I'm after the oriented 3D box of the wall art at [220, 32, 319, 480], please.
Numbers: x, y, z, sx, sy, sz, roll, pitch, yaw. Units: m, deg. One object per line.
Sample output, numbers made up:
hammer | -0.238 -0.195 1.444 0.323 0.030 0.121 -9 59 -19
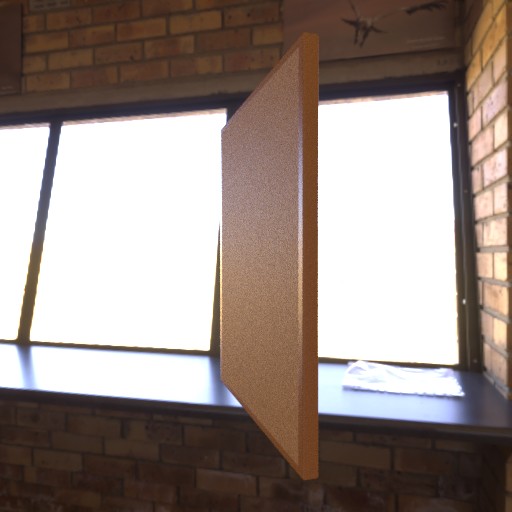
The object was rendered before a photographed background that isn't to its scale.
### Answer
wall art | 0.000 0.000 0.523 0.015 0.379 0.310 0 0 -18
